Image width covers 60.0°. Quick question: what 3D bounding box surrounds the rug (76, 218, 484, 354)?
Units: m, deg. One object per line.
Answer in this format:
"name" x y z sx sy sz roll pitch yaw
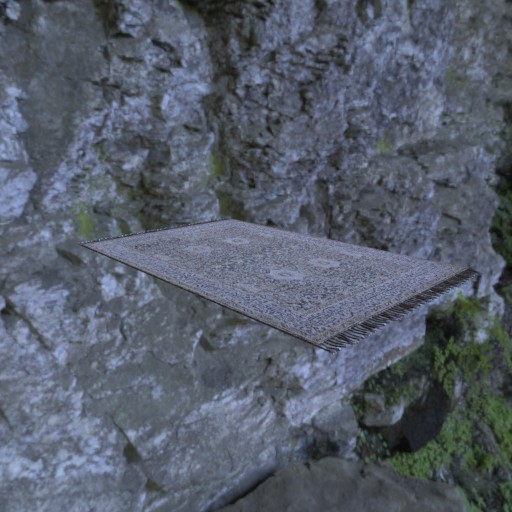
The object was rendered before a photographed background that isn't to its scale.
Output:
"rug" 0.000 0.000 2.514 1.237 0.010 2.029 -14 21 -42
